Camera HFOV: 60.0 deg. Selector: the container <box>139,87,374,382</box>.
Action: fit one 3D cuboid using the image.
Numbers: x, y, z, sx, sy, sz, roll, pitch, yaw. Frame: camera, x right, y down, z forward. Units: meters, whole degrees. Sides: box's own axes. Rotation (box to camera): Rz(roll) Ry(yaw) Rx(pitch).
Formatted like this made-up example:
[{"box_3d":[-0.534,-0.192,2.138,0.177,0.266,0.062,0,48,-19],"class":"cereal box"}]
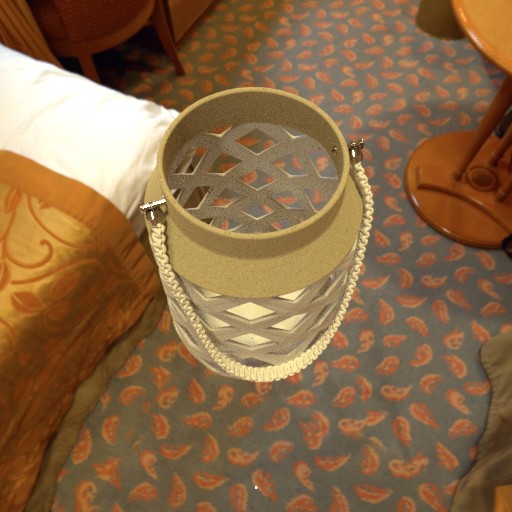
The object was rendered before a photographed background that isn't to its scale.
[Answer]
[{"box_3d":[0.000,0.000,0.401,0.188,0.264,0.198,-19,64,-9],"class":"container"}]
